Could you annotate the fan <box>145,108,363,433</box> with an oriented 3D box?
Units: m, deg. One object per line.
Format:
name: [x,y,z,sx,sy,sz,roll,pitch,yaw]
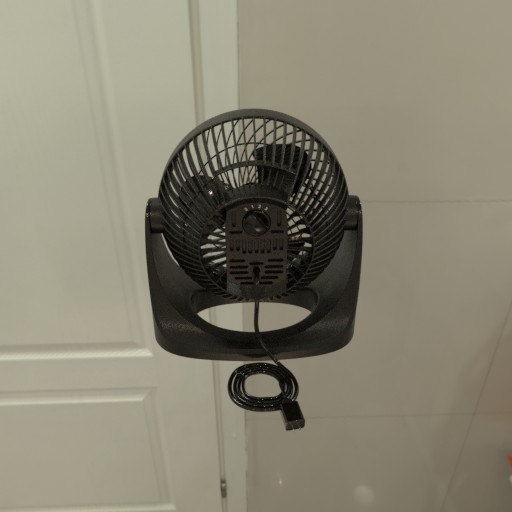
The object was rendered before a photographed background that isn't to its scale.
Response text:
fan: [0.000,0.000,0.490,0.273,0.277,0.256,-1,29,-2]
